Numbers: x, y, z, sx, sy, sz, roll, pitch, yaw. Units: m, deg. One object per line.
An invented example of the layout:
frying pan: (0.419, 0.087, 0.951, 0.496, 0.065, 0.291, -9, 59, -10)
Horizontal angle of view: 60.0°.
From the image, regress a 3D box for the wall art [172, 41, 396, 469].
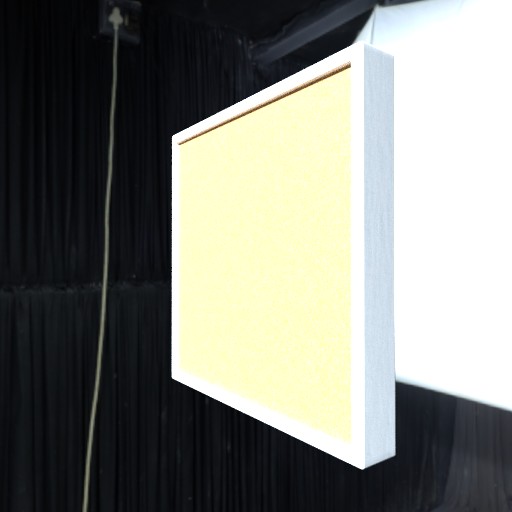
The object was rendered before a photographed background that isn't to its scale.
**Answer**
wall art: (0.000, 0.000, 0.447, 0.038, 0.305, 0.305, 0, -1, -37)
